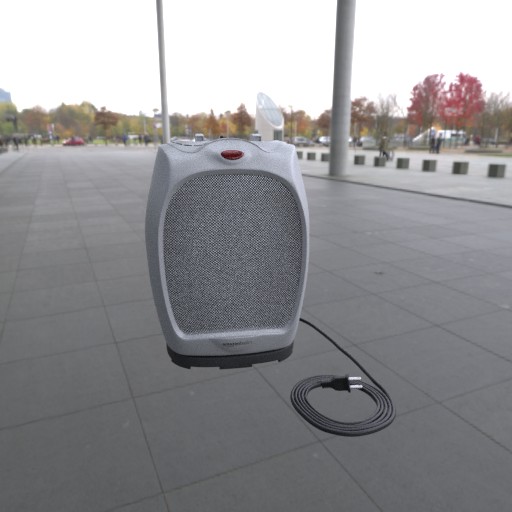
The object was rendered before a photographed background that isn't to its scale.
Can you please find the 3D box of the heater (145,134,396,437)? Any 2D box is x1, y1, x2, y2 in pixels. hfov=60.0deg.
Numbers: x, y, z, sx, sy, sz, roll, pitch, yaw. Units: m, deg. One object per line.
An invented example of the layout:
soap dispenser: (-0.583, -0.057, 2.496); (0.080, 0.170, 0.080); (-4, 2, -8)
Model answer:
heater: (0.000, 0.000, 0.478); (0.239, 0.255, 0.291); (-2, 15, -9)
